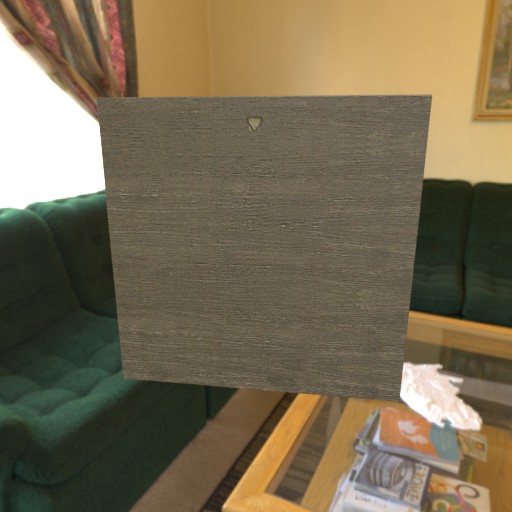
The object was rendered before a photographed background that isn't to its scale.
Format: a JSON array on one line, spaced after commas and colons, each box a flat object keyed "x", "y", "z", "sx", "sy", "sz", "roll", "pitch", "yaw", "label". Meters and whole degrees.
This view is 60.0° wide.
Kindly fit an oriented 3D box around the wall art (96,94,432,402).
[{"x": 0.000, "y": 0.000, "z": 0.677, "sx": 0.462, "sy": 0.459, "sz": 0.027, "roll": 2, "pitch": 17, "yaw": 8, "label": "wall art"}]
